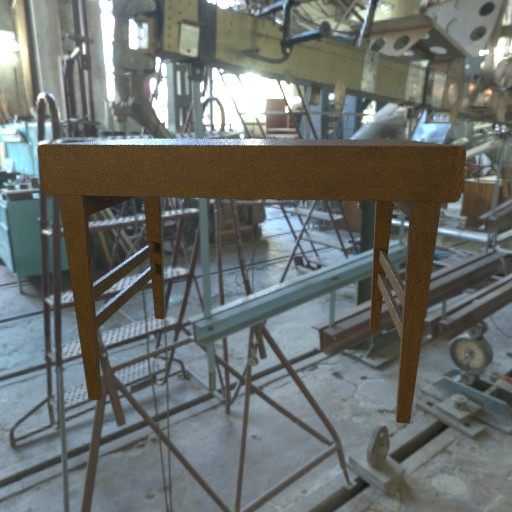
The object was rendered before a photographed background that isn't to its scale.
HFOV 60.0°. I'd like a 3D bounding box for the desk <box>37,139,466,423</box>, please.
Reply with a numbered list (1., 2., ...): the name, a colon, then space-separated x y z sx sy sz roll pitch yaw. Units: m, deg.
1. desk: 0.000 0.000 1.507 1.066 0.754 0.660 2 16 7
